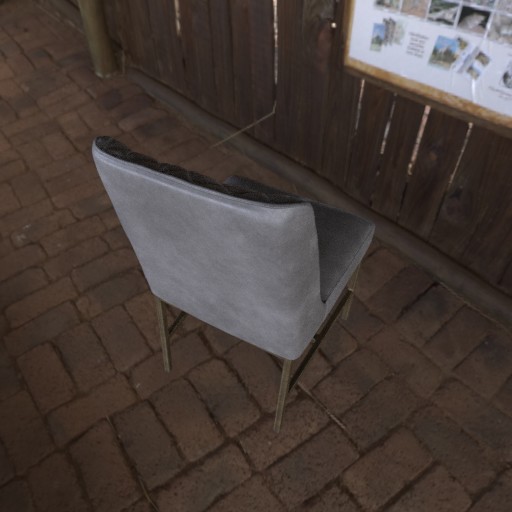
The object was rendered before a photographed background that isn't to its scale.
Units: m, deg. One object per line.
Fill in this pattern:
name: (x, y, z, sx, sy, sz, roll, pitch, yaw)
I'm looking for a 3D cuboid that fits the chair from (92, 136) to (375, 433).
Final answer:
chair: (0.000, 0.000, 1.236, 0.508, 0.889, 0.587, 22, 50, 20)
